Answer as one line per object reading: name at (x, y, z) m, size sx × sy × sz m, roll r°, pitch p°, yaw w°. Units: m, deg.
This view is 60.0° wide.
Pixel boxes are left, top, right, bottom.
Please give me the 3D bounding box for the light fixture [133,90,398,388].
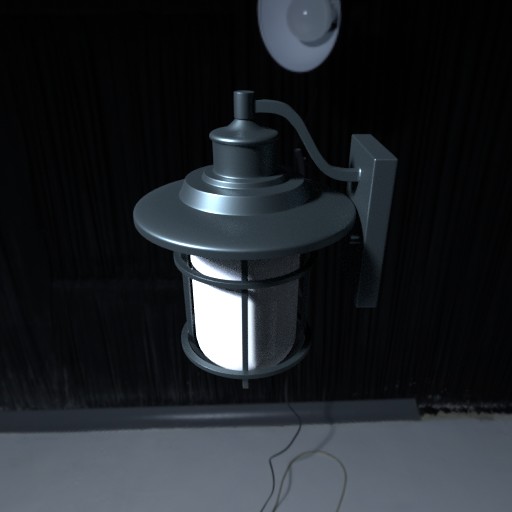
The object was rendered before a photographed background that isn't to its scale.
light fixture at (0.000, 0.000, 0.493) m, size 0.252 × 0.345 × 0.222 m, roll 0°, pitch 27°, yaw 0°
